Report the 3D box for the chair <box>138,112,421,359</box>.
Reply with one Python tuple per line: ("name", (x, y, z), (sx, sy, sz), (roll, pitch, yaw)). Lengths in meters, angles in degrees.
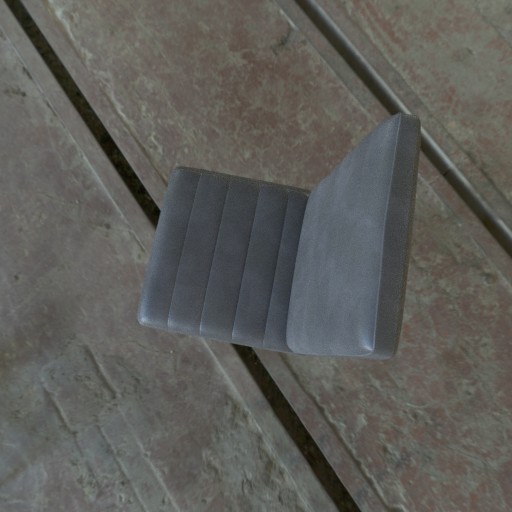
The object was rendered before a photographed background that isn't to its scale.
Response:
("chair", (0.000, 0.000, 1.316), (0.634, 0.930, 0.520), (10, 77, 2))
